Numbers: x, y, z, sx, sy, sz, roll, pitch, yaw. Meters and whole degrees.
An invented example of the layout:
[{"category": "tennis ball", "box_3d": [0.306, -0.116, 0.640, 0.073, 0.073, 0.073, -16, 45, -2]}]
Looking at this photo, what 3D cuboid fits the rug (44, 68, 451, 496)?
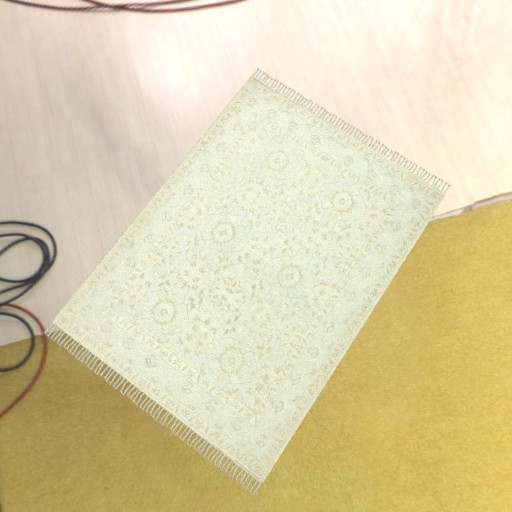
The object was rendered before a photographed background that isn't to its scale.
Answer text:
[{"category": "rug", "box_3d": [0.000, 0.000, 2.192, 1.223, 0.015, 1.771, 34, 78, 8]}]
